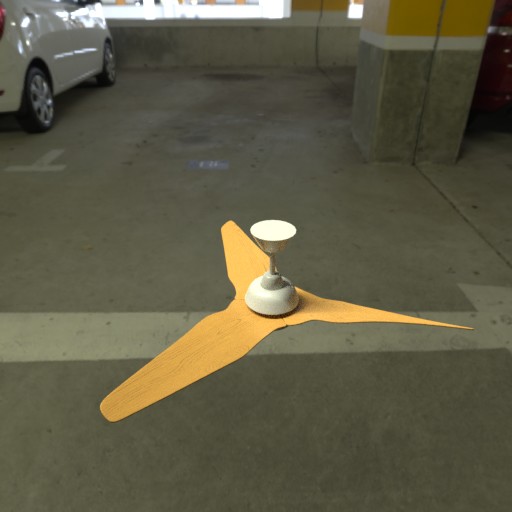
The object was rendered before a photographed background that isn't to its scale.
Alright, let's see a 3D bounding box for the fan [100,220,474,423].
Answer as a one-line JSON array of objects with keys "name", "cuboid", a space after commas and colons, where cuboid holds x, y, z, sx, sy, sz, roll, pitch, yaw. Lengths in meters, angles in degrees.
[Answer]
[{"name": "fan", "cuboid": [0.000, 0.000, 1.608, 1.142, 0.355, 1.010, -10, 31, -16]}]
